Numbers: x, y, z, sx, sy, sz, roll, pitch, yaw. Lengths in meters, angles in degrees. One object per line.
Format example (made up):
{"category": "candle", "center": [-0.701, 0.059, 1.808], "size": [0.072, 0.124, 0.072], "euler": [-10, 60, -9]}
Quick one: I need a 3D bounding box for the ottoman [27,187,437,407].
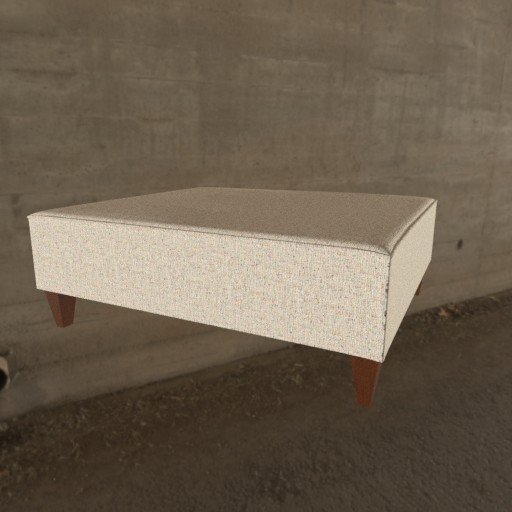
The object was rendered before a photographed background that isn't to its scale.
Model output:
{"category": "ottoman", "center": [0.000, 0.000, 1.204], "size": [0.835, 0.303, 0.736], "euler": [7, 16, 26]}
